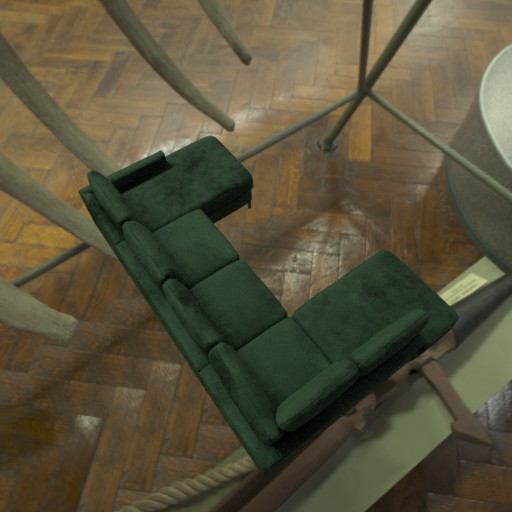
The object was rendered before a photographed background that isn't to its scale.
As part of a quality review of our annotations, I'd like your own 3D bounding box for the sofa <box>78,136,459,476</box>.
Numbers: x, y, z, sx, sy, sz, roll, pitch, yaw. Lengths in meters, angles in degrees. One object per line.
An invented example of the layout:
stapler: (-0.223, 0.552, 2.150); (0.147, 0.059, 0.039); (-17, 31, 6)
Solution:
sofa: (0.000, 0.000, 3.964); (1.992, 0.861, 2.994); (-32, 63, -18)
